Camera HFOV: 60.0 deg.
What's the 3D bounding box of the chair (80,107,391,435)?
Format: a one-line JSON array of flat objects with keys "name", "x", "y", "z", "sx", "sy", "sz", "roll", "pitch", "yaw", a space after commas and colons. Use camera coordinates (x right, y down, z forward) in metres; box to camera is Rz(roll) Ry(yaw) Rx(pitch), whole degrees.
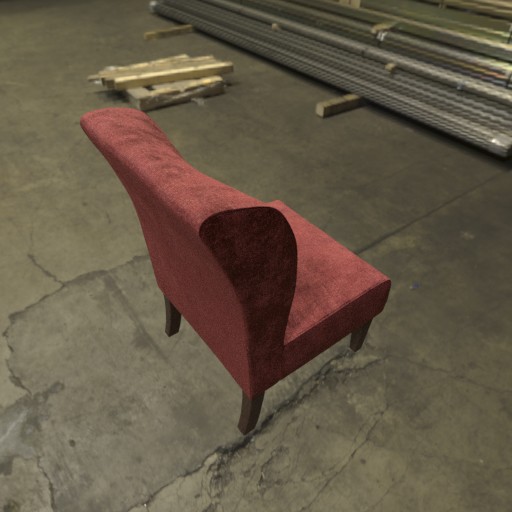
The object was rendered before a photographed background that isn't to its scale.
[{"name": "chair", "x": 0.000, "y": 0.000, "z": 1.271, "sx": 0.640, "sy": 0.846, "sz": 0.538, "roll": -26, "pitch": 48, "yaw": -27}]
